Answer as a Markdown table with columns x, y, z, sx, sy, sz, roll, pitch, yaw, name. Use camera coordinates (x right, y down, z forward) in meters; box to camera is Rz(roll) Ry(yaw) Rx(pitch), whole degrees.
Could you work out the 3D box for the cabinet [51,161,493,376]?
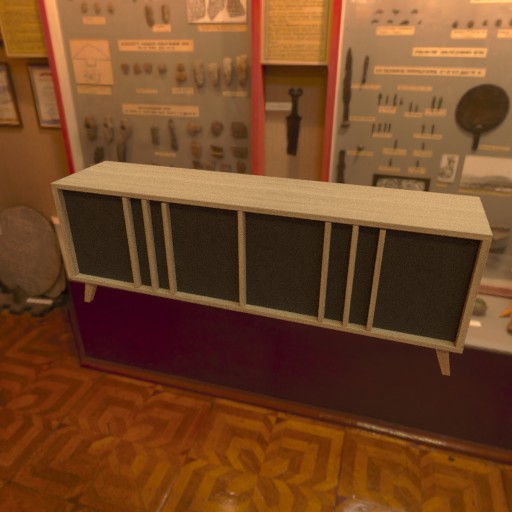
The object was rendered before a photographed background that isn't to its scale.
| x | y | z | sx | sy | sz | roll | pitch | yaw | name |
| --- | --- | --- | --- | --- | --- | --- | --- | --- | --- |
| 0.000 | 0.000 | 2.496 | 2.198 | 0.779 | 0.499 | 9 | 28 | 16 | cabinet |
